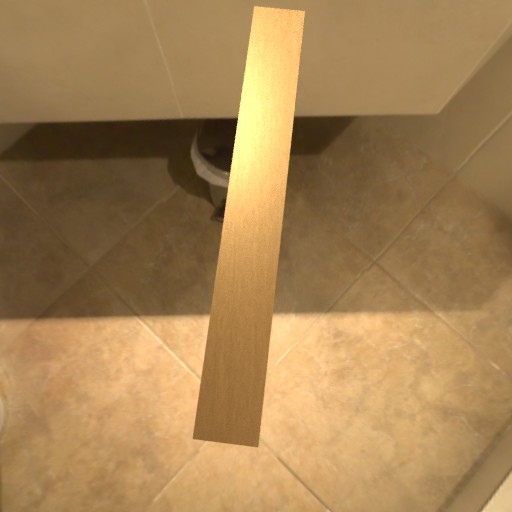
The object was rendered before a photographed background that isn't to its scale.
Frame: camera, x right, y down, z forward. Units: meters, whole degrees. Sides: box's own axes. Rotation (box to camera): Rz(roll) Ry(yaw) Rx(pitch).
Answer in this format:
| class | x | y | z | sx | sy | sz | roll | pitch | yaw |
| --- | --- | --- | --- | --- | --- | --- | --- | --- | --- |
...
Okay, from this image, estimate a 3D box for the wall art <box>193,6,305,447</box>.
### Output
| class | x | y | z | sx | sy | sz | roll | pitch | yaw |
| --- | --- | --- | --- | --- | --- | --- | --- | --- | --- |
| wall art | 0.000 | 0.000 | 0.440 | 0.038 | 0.305 | 0.304 | 6 | 75 | 2 |
